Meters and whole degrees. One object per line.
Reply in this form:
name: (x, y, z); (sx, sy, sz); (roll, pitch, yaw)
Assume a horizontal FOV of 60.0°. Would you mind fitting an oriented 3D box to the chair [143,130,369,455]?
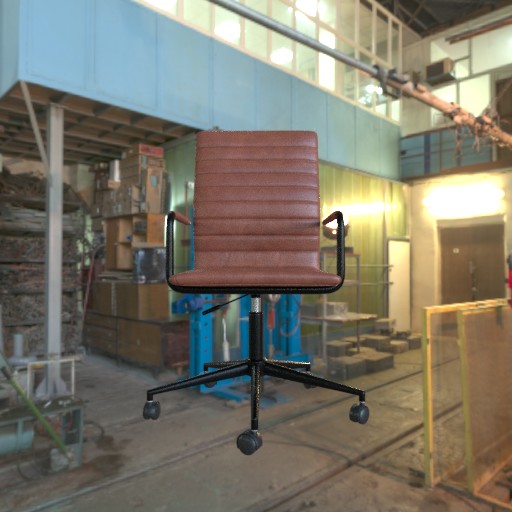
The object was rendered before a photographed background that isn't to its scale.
chair: (0.000, 0.000, 1.249); (0.600, 0.878, 0.578); (0, -1, 1)
